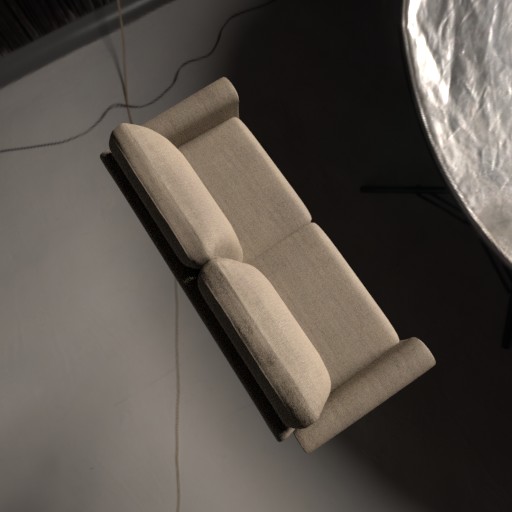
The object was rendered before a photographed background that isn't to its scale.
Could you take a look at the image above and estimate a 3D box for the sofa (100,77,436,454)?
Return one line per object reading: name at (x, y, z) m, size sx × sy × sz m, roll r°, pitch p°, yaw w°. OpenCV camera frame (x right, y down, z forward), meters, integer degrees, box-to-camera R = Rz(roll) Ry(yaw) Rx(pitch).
sofa at (0.000, 0.000, 2.424) m, size 0.842 × 0.942 × 1.935 m, roll -33°, pitch 78°, yaw -8°
